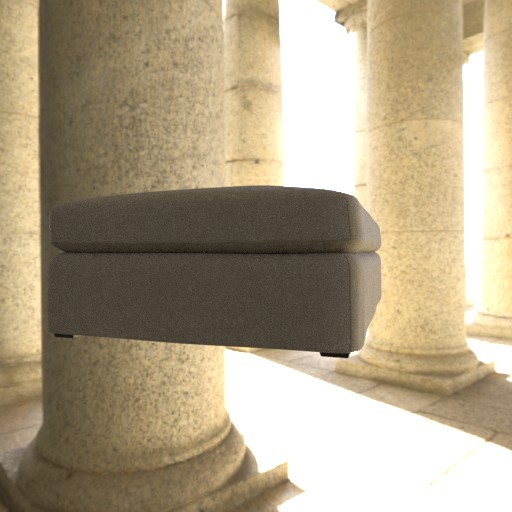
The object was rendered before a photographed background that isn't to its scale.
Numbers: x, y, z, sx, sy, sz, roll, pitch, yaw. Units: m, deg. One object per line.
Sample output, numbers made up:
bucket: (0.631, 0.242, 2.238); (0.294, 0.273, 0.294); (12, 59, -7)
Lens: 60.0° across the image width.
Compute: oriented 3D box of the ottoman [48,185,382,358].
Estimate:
ottoman: (0.000, 0.000, 1.607); (0.840, 0.429, 1.199); (0, 1, 18)
